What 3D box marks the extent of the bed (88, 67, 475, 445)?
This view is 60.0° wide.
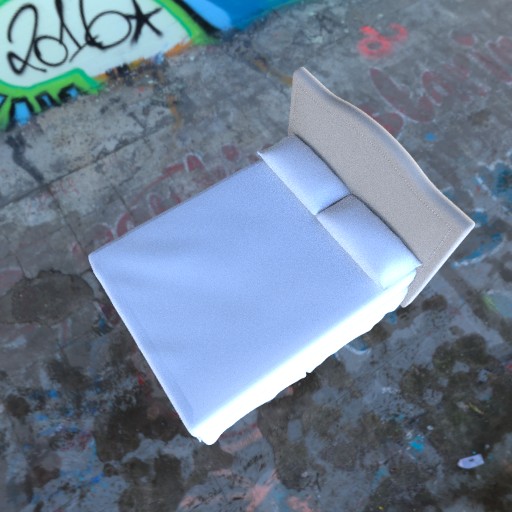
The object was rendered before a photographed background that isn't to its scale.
[{"bbox_3d":[0.000,0.000,3.199,2.052,1.398,1.678,-32,67,-16],"label":"bed"}]
